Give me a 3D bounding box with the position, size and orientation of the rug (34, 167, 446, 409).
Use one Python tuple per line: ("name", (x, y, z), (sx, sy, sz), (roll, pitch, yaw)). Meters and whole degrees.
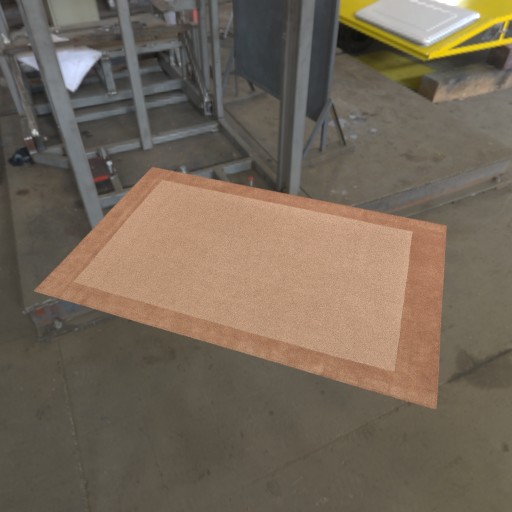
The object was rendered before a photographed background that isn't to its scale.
("rug", (0.000, 0.000, 3.029), (2.438, 0.014, 1.524), (13, 45, 14))
